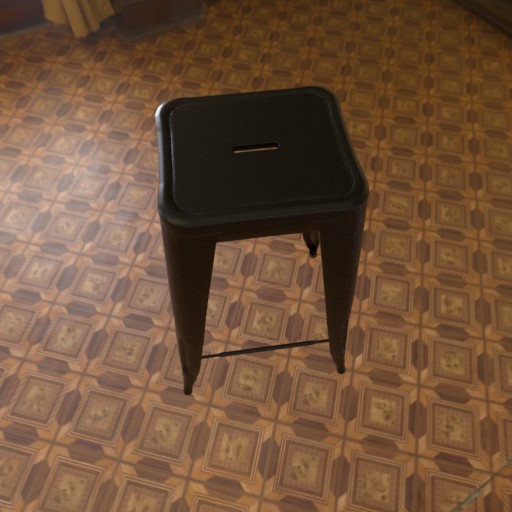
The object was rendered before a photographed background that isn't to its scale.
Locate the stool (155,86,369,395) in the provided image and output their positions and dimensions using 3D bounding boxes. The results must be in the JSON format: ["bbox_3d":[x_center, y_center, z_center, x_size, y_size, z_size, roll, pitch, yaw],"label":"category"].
[{"bbox_3d":[0.000,0.000,0.905,0.455,0.609,0.423,-16,59,-10],"label":"stool"}]
